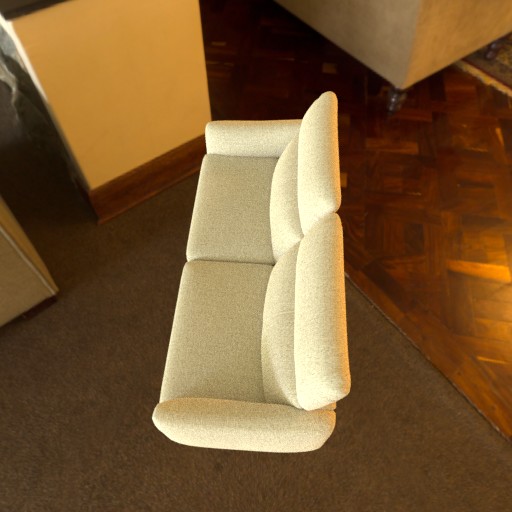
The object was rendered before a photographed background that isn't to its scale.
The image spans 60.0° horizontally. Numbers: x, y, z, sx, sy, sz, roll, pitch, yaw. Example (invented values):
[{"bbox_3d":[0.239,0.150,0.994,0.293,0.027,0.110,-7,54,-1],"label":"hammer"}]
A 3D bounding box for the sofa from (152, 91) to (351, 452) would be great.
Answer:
[{"bbox_3d":[0.000,0.000,2.547,0.856,0.956,2.015,3,58,2],"label":"sofa"}]
